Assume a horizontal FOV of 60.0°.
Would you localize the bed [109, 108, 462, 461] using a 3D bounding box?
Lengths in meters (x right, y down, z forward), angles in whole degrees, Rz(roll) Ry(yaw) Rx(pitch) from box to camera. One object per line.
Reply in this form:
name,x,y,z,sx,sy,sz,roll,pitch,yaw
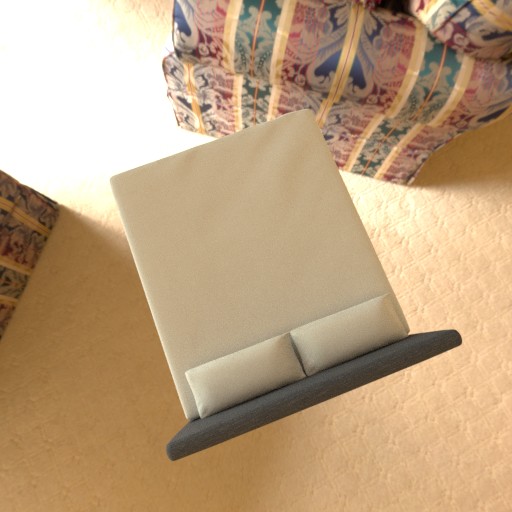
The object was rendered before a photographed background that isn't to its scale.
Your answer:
bed,0.000,0.000,3.343,1.884,1.330,2.142,-20,78,-5
